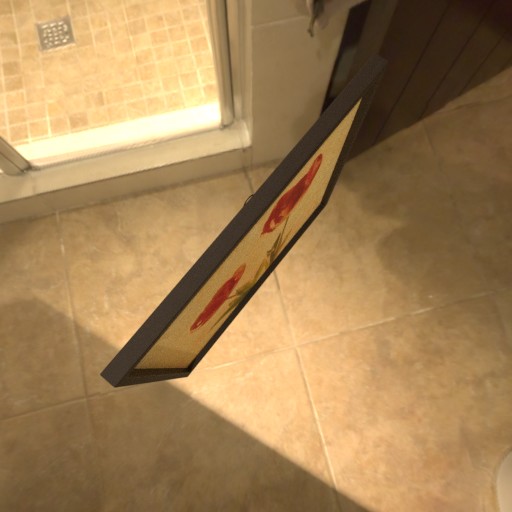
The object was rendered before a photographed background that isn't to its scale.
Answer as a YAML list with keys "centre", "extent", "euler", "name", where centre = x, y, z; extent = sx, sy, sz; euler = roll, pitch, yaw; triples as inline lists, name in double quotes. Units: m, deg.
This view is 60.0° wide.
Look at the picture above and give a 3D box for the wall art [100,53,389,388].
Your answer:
- centre: [0.000, 0.000, 1.207]
  extent: [0.043, 0.807, 0.805]
  euler: [38, 79, 9]
  name: "wall art"
